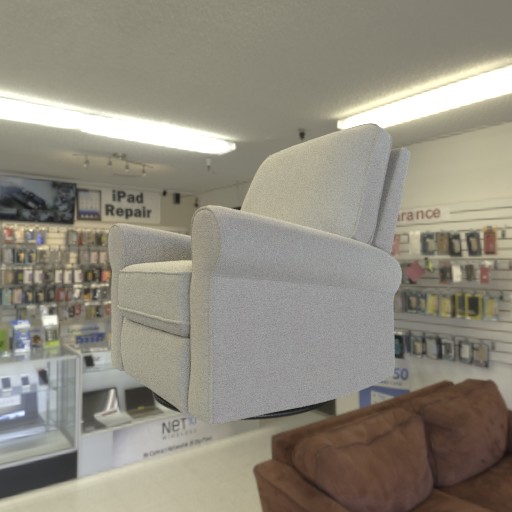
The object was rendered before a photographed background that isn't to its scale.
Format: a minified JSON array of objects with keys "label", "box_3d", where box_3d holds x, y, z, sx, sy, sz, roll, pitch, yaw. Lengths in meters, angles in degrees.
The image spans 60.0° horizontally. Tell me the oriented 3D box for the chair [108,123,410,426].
[{"label":"chair","box_3d":[0.000,0.000,1.635,0.878,0.960,0.890,0,-1,-35]}]
